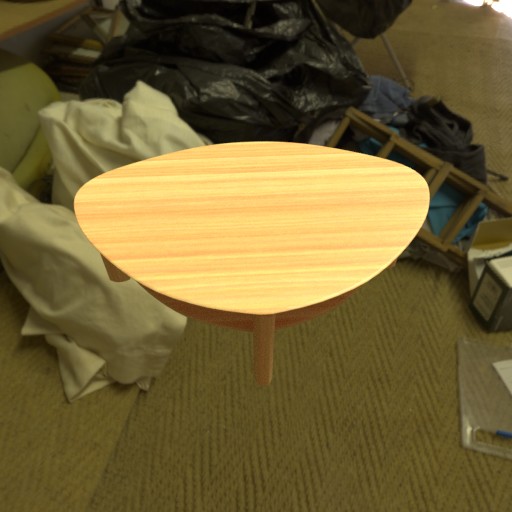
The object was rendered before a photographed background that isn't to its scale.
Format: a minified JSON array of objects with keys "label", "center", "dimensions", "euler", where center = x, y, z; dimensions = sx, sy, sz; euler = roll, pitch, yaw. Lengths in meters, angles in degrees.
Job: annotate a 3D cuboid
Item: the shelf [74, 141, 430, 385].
[{"label":"shelf","center":[0.000,0.000,1.648],"dimensions":[1.246,0.440,0.845],"euler":[-3,47,-3]}]
